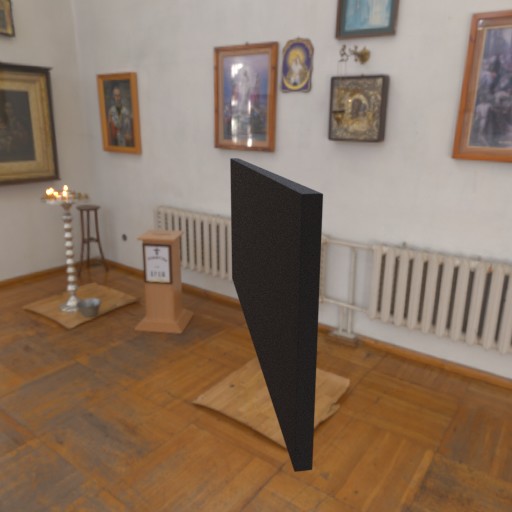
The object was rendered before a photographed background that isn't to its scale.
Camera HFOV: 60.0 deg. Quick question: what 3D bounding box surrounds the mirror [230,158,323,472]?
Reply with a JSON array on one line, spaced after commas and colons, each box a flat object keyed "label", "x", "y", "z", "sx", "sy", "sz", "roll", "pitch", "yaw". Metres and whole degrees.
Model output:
[{"label": "mirror", "x": 0.000, "y": 0.000, "z": 1.773, "sx": 0.047, "sy": 0.692, "sz": 1.584, "roll": -2, "pitch": 15, "yaw": -8}]
